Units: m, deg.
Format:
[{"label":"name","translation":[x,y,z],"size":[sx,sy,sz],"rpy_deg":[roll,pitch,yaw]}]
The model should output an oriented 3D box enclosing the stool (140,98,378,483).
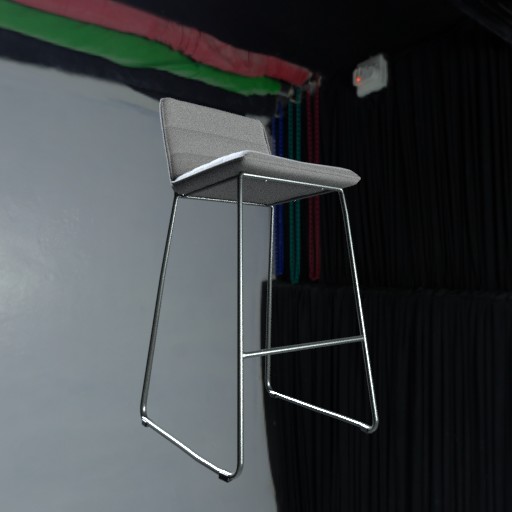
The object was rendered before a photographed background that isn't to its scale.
[{"label":"stool","translation":[0.000,0.000,1.247],"size":[0.490,0.960,0.490],"rpy_deg":[1,-2,-37]}]
